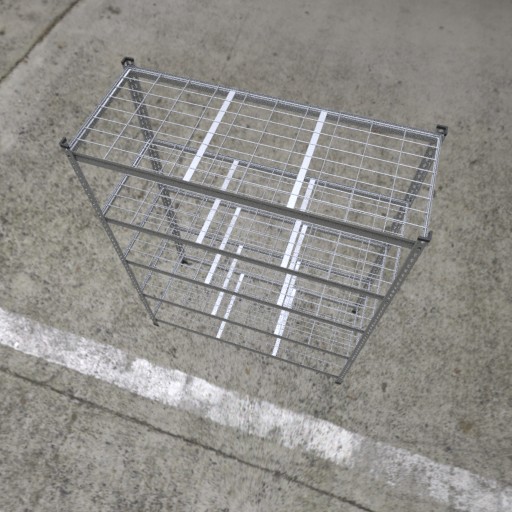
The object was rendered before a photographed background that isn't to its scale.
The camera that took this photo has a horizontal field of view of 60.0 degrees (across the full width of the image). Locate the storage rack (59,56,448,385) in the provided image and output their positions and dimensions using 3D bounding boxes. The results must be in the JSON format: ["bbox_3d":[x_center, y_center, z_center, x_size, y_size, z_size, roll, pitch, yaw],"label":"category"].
[{"bbox_3d":[0.000,0.000,2.708,1.524,1.981,0.610,16,61,9],"label":"storage rack"}]
